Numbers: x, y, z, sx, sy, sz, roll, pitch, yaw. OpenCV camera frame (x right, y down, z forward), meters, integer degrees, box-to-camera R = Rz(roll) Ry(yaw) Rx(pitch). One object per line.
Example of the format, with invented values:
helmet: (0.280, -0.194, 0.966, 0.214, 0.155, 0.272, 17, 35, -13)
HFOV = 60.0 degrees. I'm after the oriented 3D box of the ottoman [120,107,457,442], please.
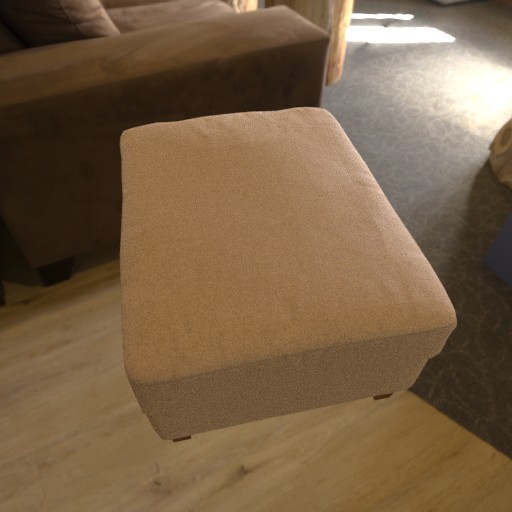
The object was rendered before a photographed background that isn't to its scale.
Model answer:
ottoman: (0.000, 0.000, 1.286, 0.692, 0.511, 0.902, -9, 48, -8)
